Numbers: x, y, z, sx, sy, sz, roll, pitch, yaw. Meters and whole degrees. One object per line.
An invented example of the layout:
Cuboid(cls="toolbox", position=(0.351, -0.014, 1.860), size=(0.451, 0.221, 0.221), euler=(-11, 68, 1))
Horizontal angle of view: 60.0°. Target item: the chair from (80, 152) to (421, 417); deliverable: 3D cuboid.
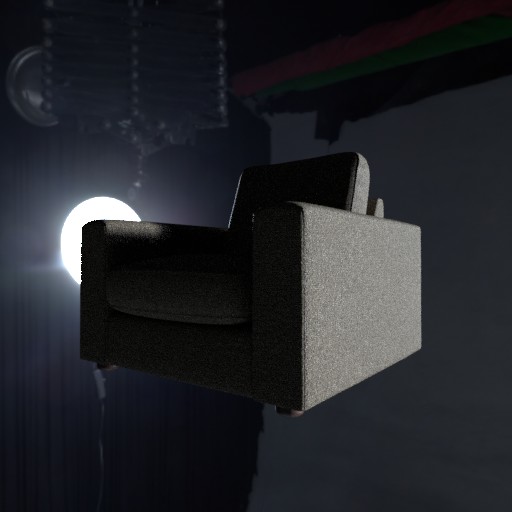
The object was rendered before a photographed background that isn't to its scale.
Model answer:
Cuboid(cls="chair", position=(0.000, 0.000, 1.776), size=(1.005, 0.873, 1.016), euler=(0, -1, 37))
